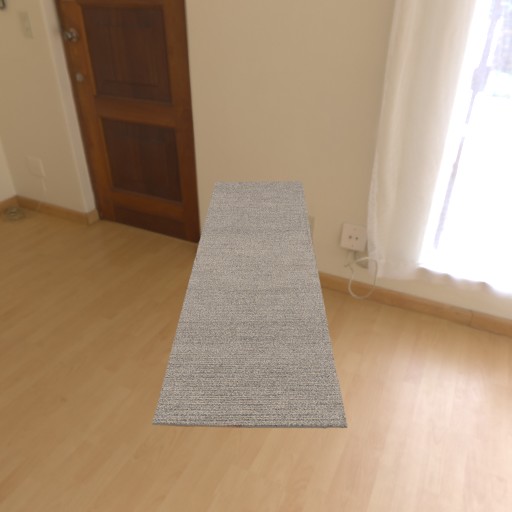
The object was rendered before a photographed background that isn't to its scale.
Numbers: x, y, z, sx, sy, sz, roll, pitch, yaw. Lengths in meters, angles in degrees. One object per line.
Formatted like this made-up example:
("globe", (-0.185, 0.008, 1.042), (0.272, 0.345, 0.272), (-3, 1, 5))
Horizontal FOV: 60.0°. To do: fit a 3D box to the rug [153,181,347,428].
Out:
("rug", (0.000, 0.000, 2.550), (0.692, 0.032, 2.320), (1, 31, 1))
